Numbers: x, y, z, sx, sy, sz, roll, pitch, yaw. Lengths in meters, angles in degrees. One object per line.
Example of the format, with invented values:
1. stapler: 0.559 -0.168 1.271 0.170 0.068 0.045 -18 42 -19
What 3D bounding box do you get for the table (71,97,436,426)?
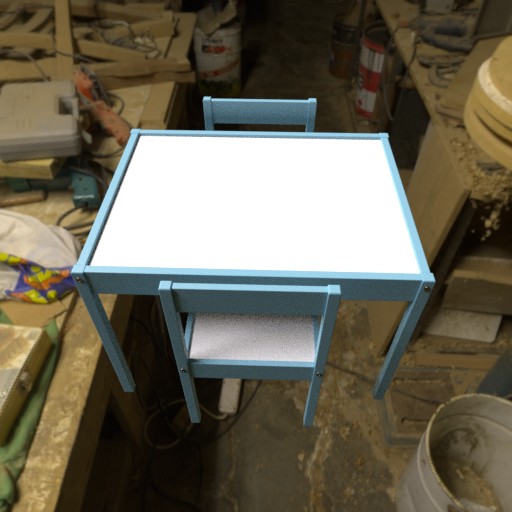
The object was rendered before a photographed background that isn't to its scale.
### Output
1. table: 0.000 0.000 1.086 0.639 0.503 0.633 1 46 1
